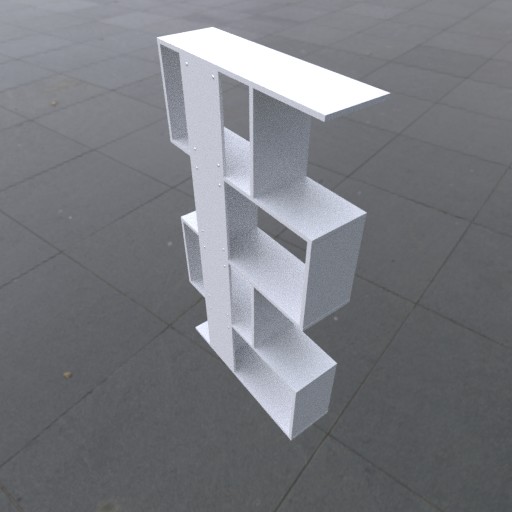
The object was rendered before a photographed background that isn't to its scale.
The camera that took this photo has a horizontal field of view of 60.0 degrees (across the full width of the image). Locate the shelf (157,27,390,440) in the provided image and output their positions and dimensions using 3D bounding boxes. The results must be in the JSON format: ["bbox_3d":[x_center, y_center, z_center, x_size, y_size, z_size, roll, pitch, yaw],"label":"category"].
[{"bbox_3d":[0.000,0.000,1.963,0.250,1.650,0.890,-26,47,-28],"label":"shelf"}]
